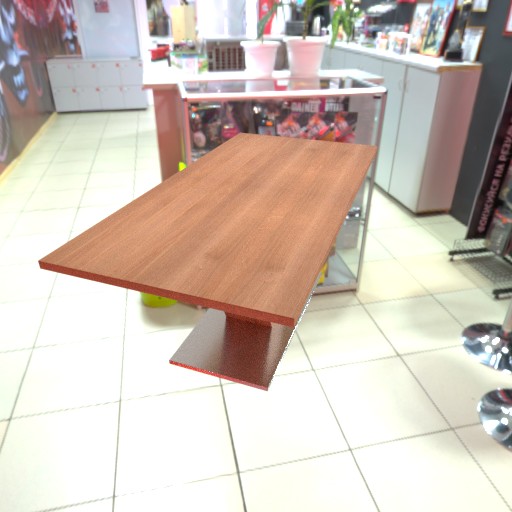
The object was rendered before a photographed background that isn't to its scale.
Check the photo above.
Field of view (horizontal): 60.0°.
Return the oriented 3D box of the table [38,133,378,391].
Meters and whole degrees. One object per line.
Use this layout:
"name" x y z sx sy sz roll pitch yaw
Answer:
"table" 0.000 0.000 2.278 0.900 0.750 1.800 11 32 18
